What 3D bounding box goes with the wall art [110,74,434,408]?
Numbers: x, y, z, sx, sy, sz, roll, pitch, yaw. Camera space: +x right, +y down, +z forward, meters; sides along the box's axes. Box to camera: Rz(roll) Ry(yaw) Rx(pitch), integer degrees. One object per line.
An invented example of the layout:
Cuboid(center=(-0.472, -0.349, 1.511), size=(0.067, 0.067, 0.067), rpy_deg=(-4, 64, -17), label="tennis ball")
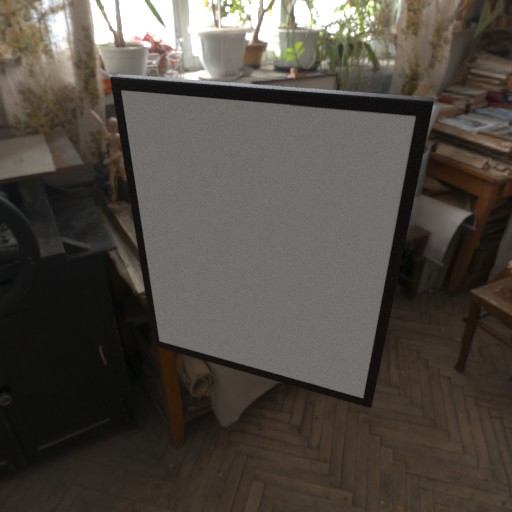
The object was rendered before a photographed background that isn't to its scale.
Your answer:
Cuboid(center=(0.000, 0.000, 0.699), size=(0.430, 0.509, 0.021), rpy_deg=(11, 33, 17), label="wall art")
